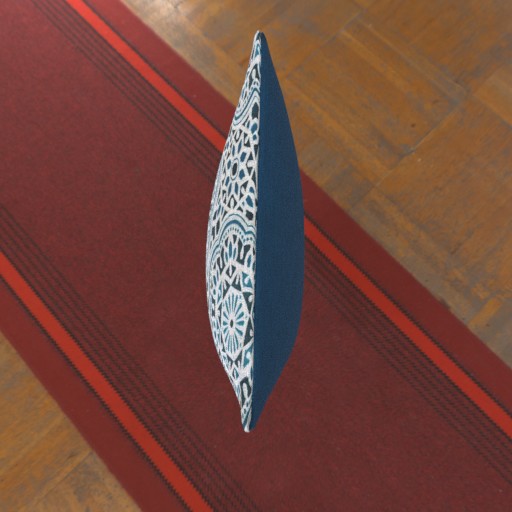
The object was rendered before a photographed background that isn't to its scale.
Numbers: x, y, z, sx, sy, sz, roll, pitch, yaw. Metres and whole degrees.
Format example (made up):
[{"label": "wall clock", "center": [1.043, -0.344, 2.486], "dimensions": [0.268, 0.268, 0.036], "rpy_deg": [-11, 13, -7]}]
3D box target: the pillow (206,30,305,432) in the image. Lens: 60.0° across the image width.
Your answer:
[{"label": "pillow", "center": [0.000, 0.000, 0.653], "dimensions": [0.145, 0.420, 0.440], "rpy_deg": [1, 76, 0]}]
